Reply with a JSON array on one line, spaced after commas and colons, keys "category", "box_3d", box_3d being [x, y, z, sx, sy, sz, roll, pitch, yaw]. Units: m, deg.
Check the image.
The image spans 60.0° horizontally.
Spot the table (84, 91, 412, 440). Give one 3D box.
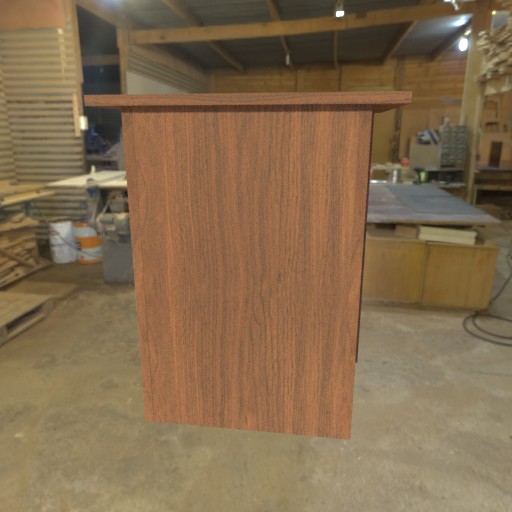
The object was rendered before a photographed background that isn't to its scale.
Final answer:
[{"category": "table", "box_3d": [0.000, 0.000, 1.075, 0.589, 0.711, 0.406, 2, 16, 8]}]
